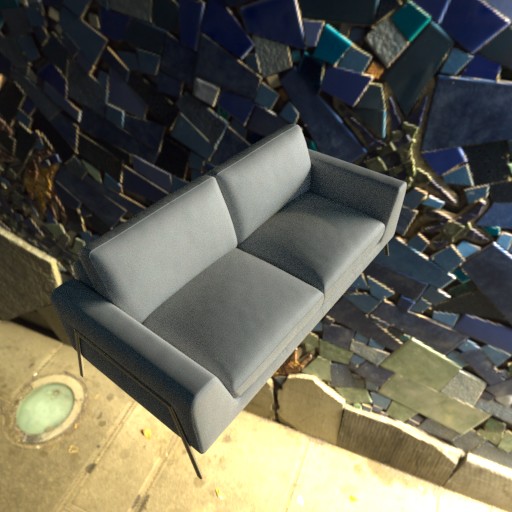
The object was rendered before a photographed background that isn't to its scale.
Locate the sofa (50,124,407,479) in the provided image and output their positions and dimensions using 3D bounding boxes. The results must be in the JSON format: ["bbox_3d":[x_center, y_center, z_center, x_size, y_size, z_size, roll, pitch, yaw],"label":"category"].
[{"bbox_3d":[0.000,0.000,2.582,0.953,0.875,2.017,27,48,28],"label":"sofa"}]
